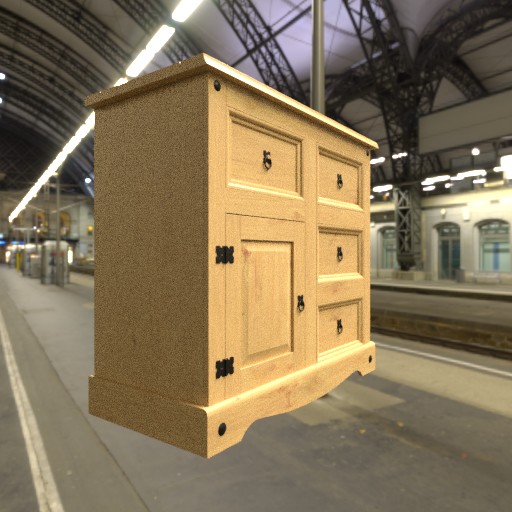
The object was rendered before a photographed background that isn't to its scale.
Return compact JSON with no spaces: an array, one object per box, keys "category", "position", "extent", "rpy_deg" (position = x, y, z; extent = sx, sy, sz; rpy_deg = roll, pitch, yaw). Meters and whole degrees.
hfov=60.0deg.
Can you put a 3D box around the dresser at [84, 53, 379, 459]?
[{"category":"dresser","position":[0.000,0.000,1.399],"extent":[0.440,0.835,0.915],"rpy_deg":[0,0,37]}]
